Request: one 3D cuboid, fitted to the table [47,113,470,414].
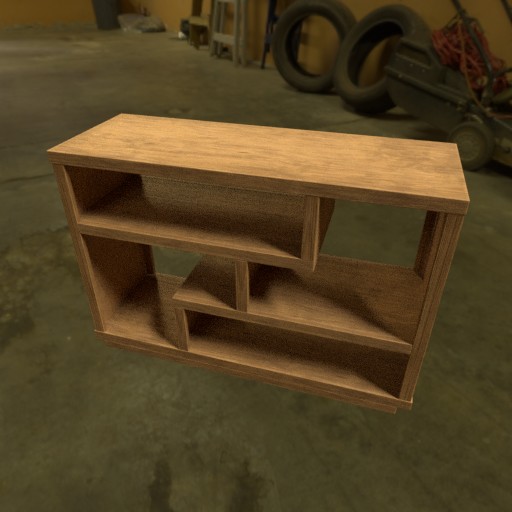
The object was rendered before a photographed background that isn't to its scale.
[{"bbox_3d":[0.000,0.000,1.525,1.151,0.771,0.410,9,34,14],"label":"table"}]
